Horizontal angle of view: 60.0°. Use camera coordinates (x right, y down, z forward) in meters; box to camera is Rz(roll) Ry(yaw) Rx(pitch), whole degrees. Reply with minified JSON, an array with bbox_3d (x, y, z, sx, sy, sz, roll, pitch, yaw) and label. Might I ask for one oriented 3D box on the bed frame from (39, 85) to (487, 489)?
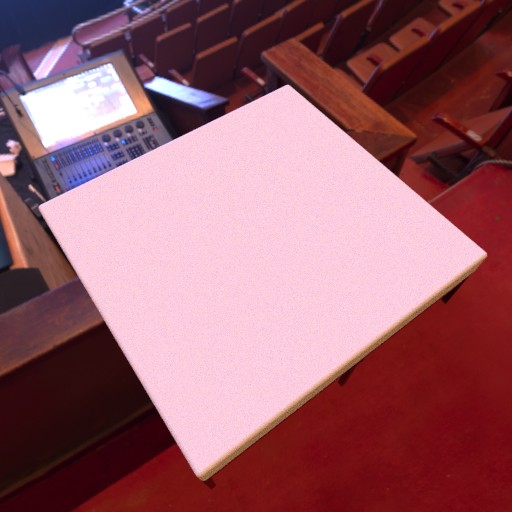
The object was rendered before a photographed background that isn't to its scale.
[{"bbox_3d":[0.000,0.000,3.035,2.079,0.659,1.963,-32,64,-18],"label":"bed frame"}]
